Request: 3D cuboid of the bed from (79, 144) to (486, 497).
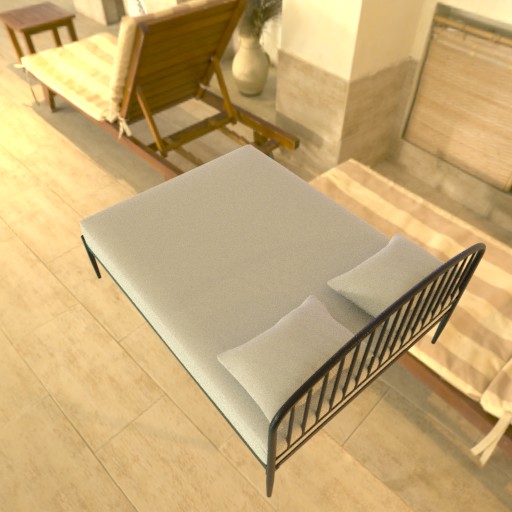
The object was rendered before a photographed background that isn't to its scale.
[{"bbox_3d":[0.000,0.000,2.999,1.618,1.166,2.159,-31,54,-26],"label":"bed"}]
